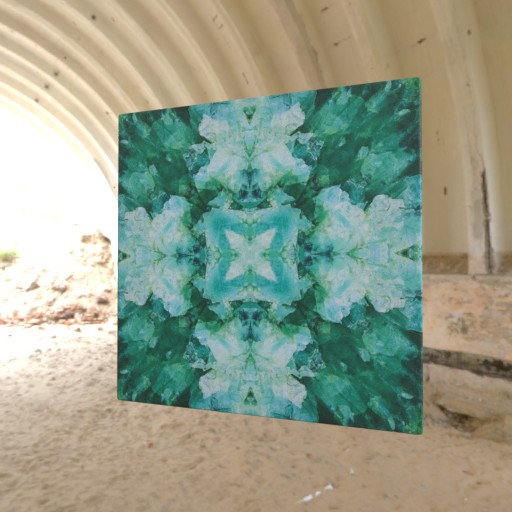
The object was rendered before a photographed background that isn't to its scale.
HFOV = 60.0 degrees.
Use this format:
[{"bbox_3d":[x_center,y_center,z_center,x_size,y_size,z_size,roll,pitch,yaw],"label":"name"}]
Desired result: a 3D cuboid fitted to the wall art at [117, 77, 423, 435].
[{"bbox_3d":[0.000,0.000,0.724,0.507,0.508,0.038,0,-1,19],"label":"wall art"}]
